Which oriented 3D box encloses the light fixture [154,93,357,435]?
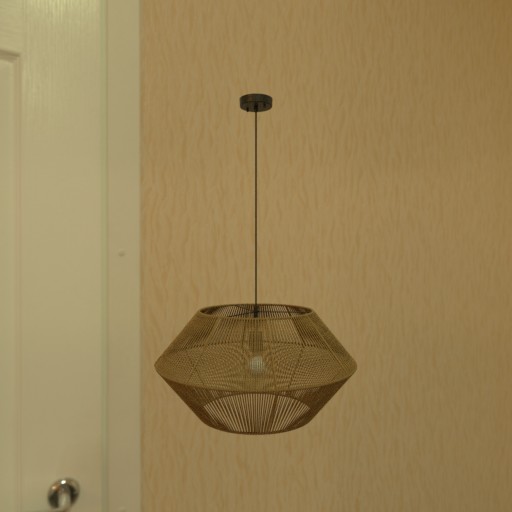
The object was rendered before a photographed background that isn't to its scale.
[{"bbox_3d":[0.000,0.000,1.431,0.643,1.009,0.643,0,0,0],"label":"light fixture"}]
